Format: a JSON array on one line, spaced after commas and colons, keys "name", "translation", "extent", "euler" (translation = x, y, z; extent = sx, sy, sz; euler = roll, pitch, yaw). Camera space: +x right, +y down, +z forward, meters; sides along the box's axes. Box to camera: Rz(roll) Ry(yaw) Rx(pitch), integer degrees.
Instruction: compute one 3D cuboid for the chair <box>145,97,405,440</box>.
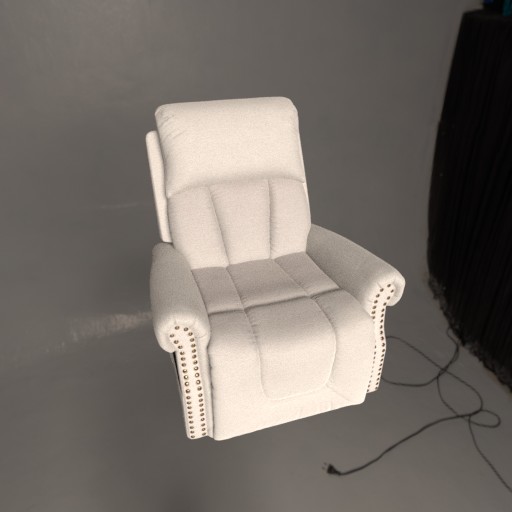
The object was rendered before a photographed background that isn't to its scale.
[{"name": "chair", "translation": [0.000, 0.000, 1.753], "extent": [0.871, 1.031, 0.979], "euler": [-9, 32, -15]}]
